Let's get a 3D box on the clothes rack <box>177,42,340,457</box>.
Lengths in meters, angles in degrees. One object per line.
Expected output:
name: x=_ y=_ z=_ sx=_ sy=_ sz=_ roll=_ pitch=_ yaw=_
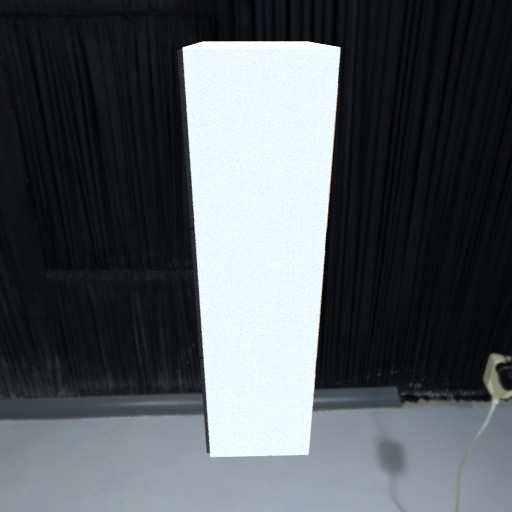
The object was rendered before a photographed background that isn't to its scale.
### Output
clothes rack: x=0.000 y=0.000 z=1.377 sx=0.330 sy=1.187 sz=0.500 roll=-1 pitch=27 yaw=-1
